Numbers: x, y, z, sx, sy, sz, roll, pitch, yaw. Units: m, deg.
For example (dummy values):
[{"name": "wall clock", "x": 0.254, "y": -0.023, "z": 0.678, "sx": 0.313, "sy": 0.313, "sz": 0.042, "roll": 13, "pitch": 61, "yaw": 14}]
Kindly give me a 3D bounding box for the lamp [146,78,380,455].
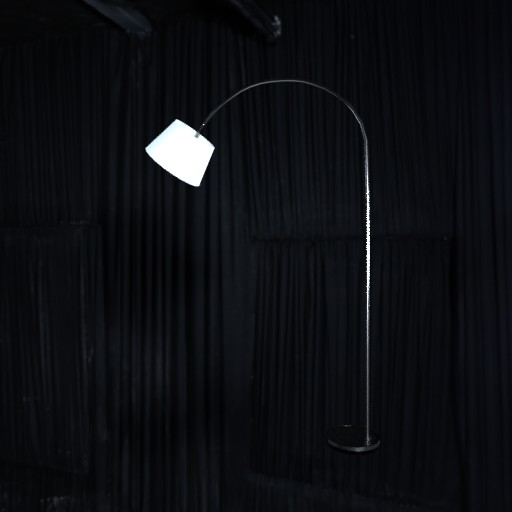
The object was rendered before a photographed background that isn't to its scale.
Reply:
[{"name": "lamp", "x": 0.000, "y": 0.000, "z": 2.675, "sx": 1.445, "sy": 2.098, "sz": 0.406, "roll": 0, "pitch": 1, "yaw": 20}]
